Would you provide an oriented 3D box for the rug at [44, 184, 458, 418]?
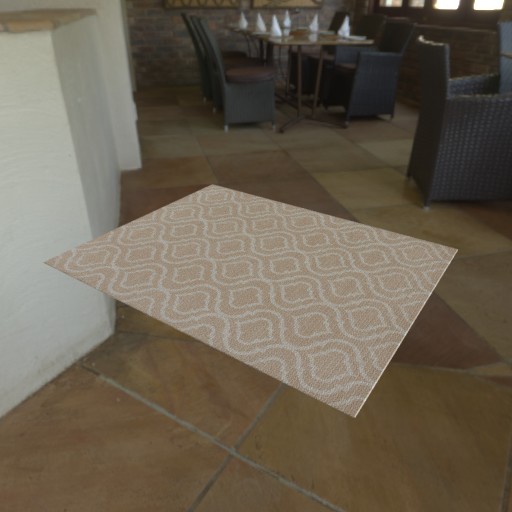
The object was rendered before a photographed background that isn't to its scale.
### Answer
[{"bbox_3d":[0.000,0.000,3.940,2.894,0.013,2.286,19,35,30],"label":"rug"}]
